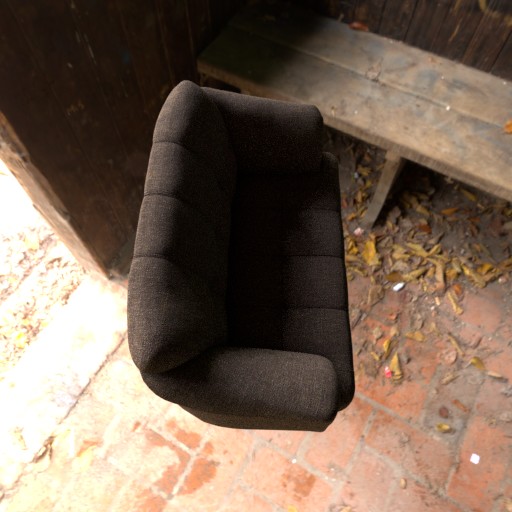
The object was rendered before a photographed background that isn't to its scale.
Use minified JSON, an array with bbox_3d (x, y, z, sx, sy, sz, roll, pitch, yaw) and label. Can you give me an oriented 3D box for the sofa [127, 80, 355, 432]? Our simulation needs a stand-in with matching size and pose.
[{"bbox_3d":[0.000,0.000,1.923,0.799,0.895,1.404,1,62,1],"label":"sofa"}]
